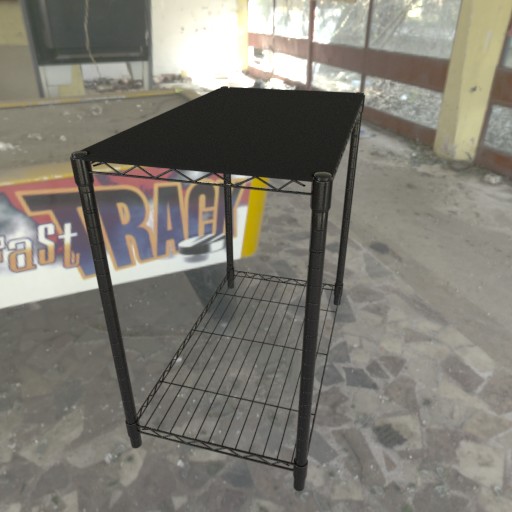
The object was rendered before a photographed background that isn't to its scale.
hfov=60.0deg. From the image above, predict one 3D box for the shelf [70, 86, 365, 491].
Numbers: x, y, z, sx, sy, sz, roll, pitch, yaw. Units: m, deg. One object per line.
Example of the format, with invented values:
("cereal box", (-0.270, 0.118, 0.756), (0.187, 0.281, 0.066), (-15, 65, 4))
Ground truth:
("shelf", (0.000, 0.000, 0.907), (0.338, 0.564, 0.589), (8, 30, 14))
